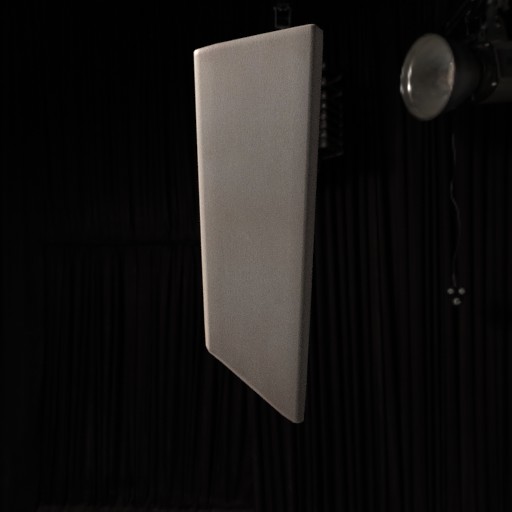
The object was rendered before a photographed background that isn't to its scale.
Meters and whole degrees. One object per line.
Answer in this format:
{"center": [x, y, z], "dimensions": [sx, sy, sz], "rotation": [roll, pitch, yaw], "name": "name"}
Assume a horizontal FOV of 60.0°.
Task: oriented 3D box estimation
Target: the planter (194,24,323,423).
{"center": [0.000, 0.000, 0.263], "dimensions": [0.060, 0.197, 0.150], "rotation": [0, 0, 0], "name": "planter"}
